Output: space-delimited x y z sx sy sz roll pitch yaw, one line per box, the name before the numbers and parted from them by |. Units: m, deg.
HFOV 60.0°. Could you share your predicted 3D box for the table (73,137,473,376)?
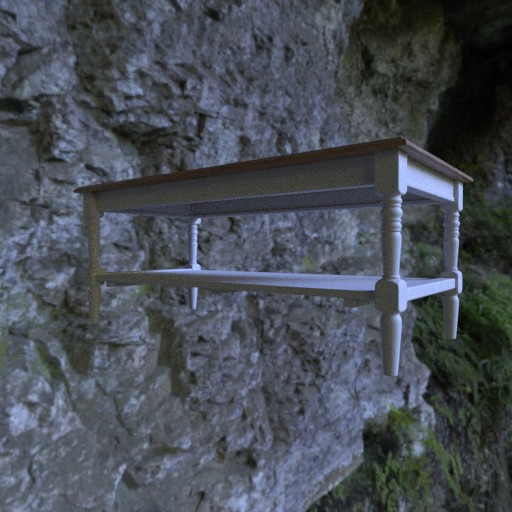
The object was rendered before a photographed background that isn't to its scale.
table | 0.000 0.000 1.372 1.118 0.458 0.559 1 1 37
